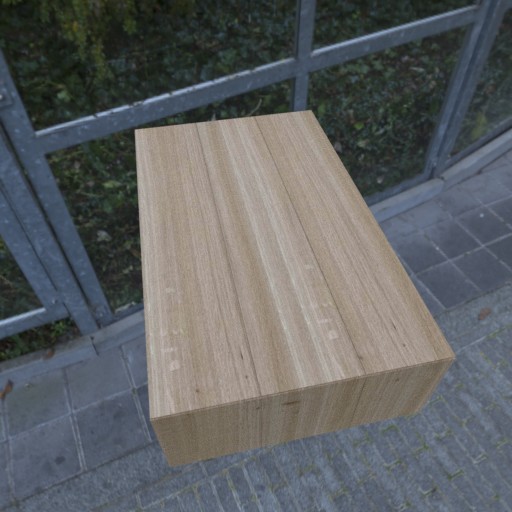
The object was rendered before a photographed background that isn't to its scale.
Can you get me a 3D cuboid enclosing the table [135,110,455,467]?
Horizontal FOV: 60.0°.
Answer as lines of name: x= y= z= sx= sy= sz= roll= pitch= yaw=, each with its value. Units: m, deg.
table: x=0.000 y=0.000 z=1.441 sx=0.678 sy=0.353 sz=1.110 roll=-9 pitch=48 yaw=-8
